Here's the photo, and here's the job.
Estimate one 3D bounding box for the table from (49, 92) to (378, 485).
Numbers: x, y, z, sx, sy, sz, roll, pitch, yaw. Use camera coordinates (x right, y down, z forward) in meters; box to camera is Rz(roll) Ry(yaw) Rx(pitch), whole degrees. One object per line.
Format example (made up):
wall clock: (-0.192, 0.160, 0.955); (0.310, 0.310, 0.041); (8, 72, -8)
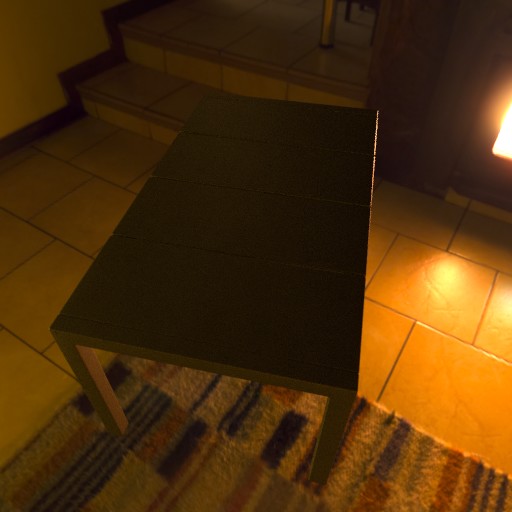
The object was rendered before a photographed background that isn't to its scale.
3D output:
table: (0.000, 0.000, 1.254); (0.559, 0.460, 0.965); (9, 47, 9)
